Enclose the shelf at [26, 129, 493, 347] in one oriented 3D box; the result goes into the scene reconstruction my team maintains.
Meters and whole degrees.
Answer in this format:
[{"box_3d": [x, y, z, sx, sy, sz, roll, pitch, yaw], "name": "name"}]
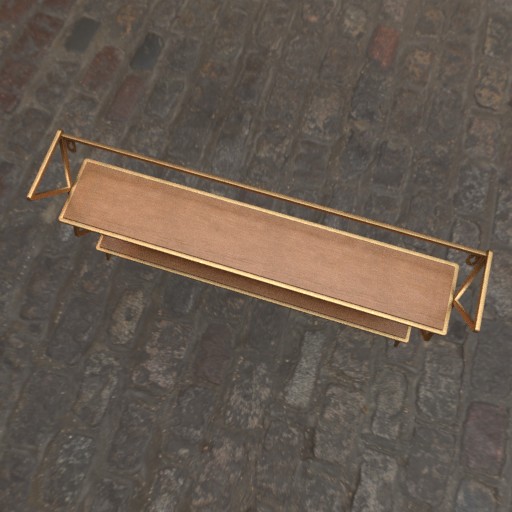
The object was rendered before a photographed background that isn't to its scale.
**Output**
[{"box_3d": [0.000, 0.000, 1.002, 0.822, 0.450, 0.150, 16, 76, 4], "name": "shelf"}]
